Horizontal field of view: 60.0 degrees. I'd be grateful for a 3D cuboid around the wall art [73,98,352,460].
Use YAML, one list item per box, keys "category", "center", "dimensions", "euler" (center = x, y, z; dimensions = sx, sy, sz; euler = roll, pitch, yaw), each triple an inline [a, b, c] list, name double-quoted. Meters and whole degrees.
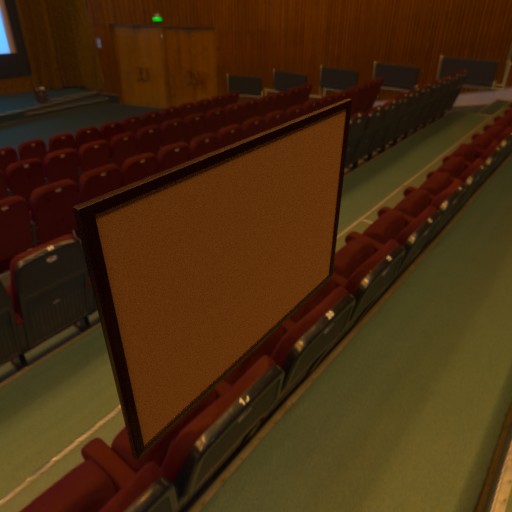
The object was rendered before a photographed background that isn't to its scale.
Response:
- category: "wall art"
  center: [0.000, 0.000, 1.026]
  dimensions: [0.014, 0.559, 0.816]
  euler: [22, 38, 31]
